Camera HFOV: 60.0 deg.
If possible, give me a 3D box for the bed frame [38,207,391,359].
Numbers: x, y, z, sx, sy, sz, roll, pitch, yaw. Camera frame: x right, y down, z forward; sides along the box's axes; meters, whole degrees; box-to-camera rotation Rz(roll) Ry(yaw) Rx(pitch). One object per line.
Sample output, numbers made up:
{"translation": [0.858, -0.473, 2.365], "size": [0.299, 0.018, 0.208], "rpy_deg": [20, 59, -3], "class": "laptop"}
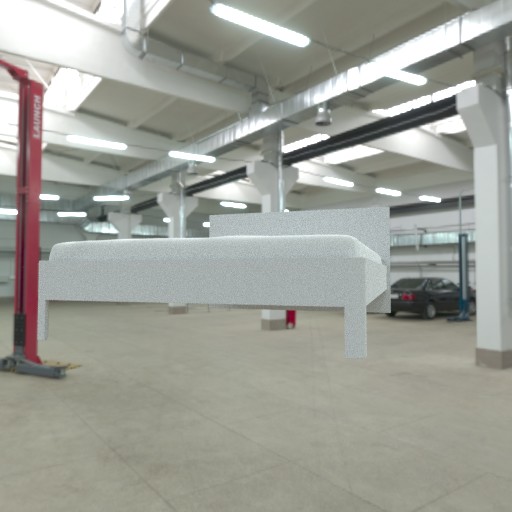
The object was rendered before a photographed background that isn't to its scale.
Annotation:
{"translation": [0.000, 0.000, 2.678], "size": [1.490, 0.800, 1.950], "rpy_deg": [-1, -2, 19], "class": "bed frame"}
